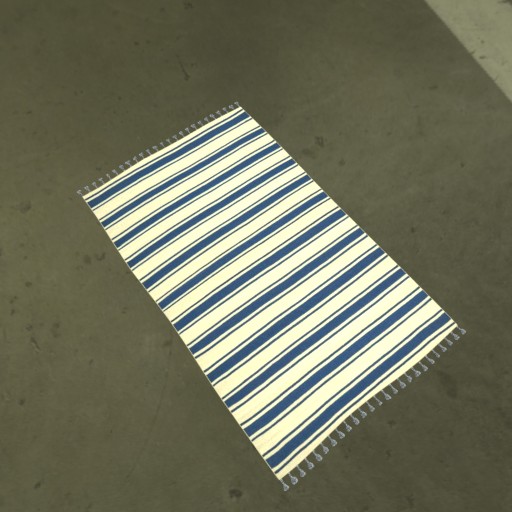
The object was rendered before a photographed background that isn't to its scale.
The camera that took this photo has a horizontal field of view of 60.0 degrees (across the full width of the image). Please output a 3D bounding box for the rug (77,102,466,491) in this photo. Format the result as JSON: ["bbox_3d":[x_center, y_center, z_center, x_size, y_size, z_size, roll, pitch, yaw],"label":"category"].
[{"bbox_3d":[0.000,0.000,2.573,1.248,0.009,2.108,-34,69,-15],"label":"rug"}]
